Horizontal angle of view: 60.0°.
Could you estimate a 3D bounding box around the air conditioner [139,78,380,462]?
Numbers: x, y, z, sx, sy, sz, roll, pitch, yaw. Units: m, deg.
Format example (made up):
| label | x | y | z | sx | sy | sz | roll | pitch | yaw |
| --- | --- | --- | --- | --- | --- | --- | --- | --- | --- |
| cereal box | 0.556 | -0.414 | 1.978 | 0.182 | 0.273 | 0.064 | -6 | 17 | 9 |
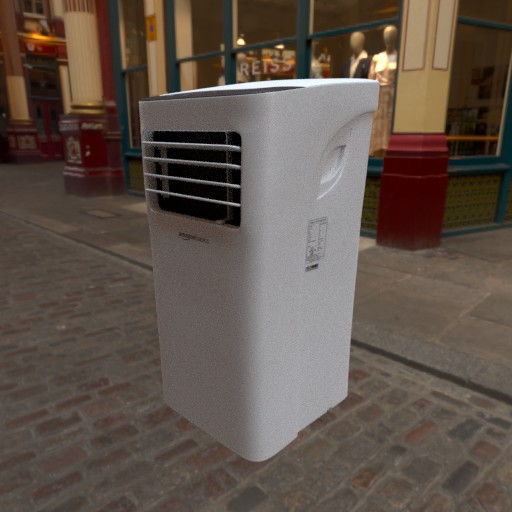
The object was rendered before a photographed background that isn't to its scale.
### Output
| label | x | y | z | sx | sy | sz | roll | pitch | yaw |
| --- | --- | --- | --- | --- | --- | --- | --- | --- | --- |
| air conditioner | 0.000 | 0.000 | 0.941 | 0.352 | 0.716 | 0.369 | 15 | 22 | 41 |
